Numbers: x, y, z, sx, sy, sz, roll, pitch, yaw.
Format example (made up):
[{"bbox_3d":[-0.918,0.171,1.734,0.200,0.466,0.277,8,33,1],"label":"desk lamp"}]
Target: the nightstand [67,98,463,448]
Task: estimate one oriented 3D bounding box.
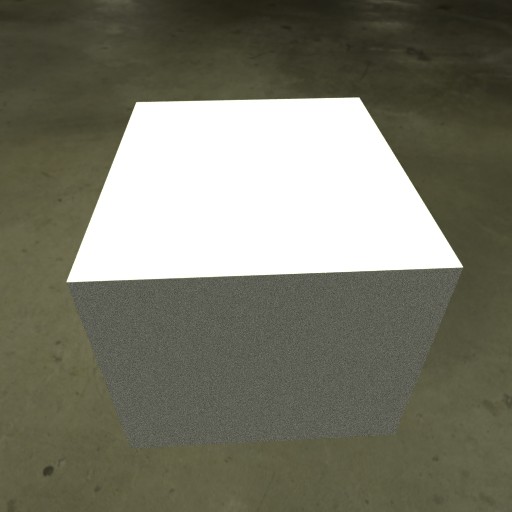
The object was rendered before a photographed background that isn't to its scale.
[{"bbox_3d":[0.000,0.000,0.747,0.408,0.351,0.470,-2,41,-2],"label":"nightstand"}]
